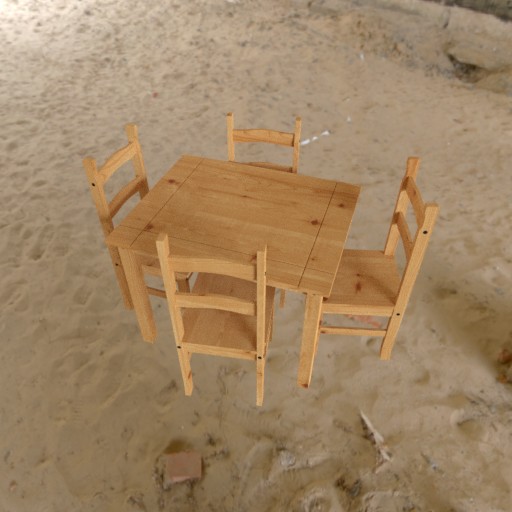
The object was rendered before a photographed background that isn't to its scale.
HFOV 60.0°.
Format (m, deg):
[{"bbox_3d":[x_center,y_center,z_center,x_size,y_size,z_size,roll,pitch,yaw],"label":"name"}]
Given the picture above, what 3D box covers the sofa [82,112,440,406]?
[{"bbox_3d":[0.000,0.000,2.238,1.529,1.000,1.144,13,44,14],"label":"sofa"}]
